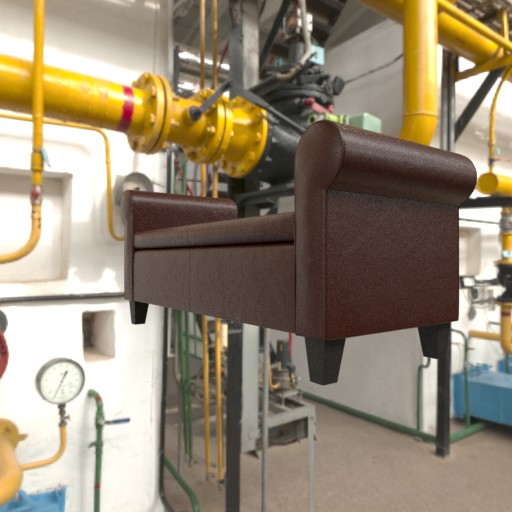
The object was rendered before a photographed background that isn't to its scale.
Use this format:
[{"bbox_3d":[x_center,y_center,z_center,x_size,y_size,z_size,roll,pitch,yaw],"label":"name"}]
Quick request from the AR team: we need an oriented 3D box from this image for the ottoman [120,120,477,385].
[{"bbox_3d":[0.000,0.000,1.502,0.521,0.547,1.256,0,-1,-36],"label":"ottoman"}]
